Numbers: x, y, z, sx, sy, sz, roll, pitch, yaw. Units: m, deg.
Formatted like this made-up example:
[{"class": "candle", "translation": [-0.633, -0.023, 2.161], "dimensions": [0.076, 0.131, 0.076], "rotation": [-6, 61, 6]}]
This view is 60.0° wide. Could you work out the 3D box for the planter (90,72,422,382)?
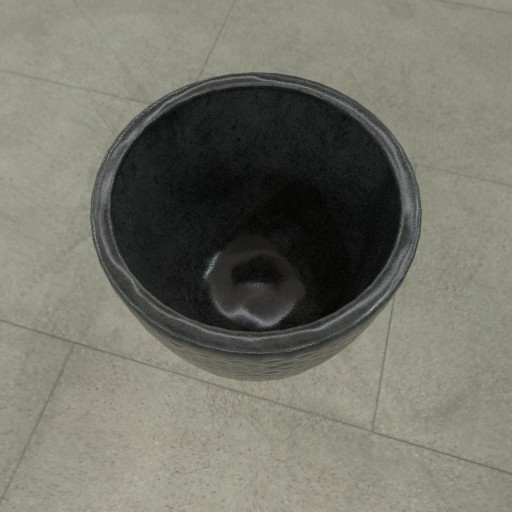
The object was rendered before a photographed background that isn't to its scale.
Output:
[{"class": "planter", "translation": [0.000, 0.000, 0.300], "dimensions": [0.172, 0.160, 0.172], "rotation": [0, 65, 0]}]
